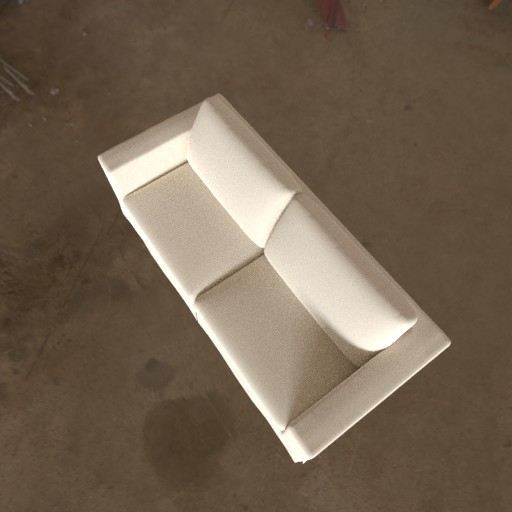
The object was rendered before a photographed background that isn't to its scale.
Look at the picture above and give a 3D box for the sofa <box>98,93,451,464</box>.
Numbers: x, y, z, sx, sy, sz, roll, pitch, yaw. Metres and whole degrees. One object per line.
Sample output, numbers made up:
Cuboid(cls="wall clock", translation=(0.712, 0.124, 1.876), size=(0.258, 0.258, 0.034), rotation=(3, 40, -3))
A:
Cuboid(cls="sofa", translation=(0.000, 0.000, 2.699), size=(0.954, 0.881, 2.163), rotation=(-33, 68, -15))
